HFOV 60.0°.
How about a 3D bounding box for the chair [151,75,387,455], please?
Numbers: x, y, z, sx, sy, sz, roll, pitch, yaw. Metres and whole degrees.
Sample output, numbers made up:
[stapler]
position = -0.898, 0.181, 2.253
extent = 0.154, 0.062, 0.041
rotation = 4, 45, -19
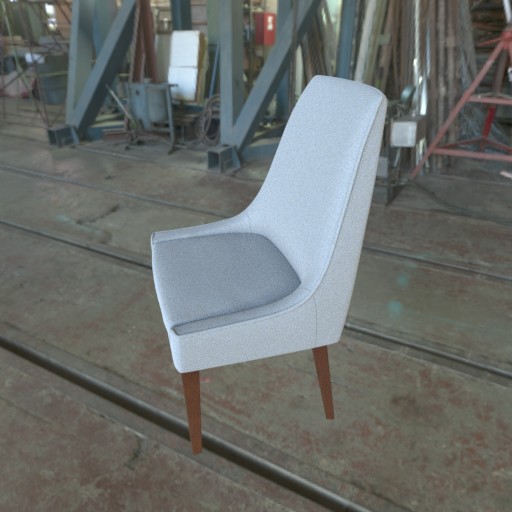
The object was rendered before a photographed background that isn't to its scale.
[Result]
[chair]
position = 0.000, 0.000, 1.194
extent = 0.544, 0.861, 0.529
rotation = -8, 30, -15
